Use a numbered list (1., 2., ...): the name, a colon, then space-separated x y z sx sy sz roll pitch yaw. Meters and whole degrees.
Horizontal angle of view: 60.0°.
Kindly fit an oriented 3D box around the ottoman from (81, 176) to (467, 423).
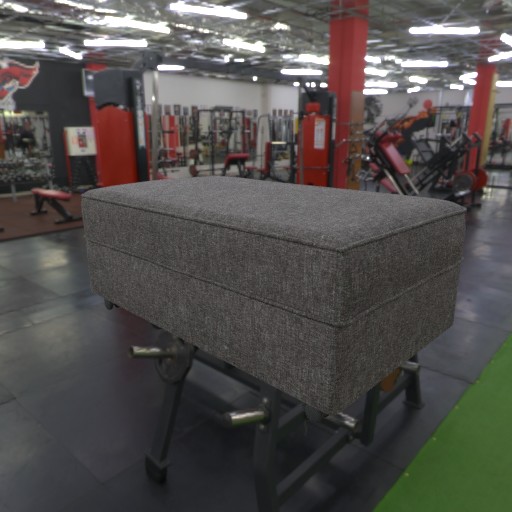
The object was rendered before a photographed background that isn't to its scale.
1. ottoman: 0.000 0.000 1.551 1.184 0.487 0.717 15 22 42
